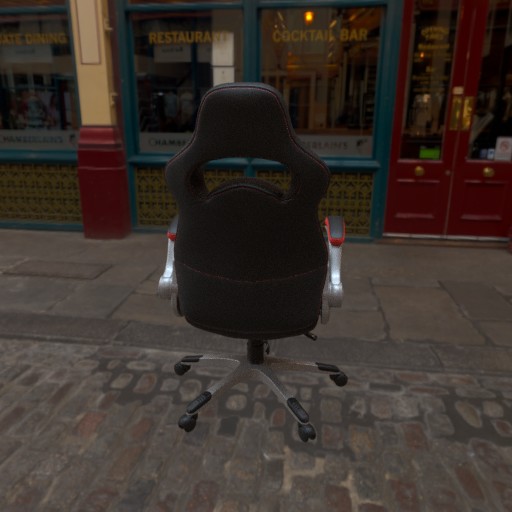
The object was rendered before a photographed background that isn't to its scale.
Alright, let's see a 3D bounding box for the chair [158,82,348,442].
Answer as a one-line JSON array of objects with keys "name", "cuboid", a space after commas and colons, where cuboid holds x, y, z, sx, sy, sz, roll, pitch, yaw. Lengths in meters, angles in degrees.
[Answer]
[{"name": "chair", "cuboid": [0.000, 0.000, 1.675, 0.758, 1.165, 0.712, 2, 16, 7]}]
